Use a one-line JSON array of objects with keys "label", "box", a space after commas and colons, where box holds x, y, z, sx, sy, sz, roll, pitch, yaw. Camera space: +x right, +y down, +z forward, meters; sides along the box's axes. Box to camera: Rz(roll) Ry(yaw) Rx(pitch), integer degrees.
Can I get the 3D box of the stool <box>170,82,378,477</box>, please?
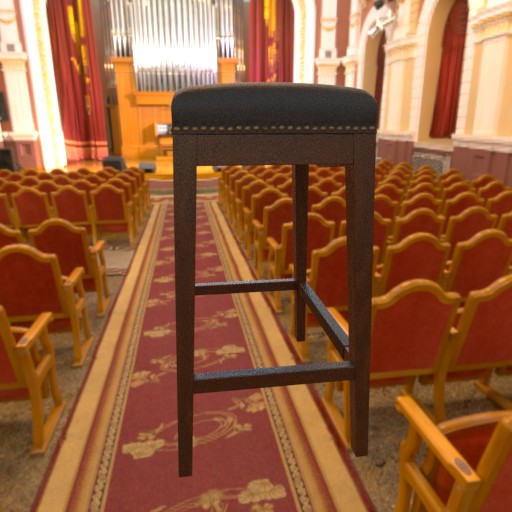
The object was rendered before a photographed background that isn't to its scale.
[{"label": "stool", "box": [0.000, 0.000, 0.949, 0.353, 0.664, 0.490, -3, 17, -8]}]
